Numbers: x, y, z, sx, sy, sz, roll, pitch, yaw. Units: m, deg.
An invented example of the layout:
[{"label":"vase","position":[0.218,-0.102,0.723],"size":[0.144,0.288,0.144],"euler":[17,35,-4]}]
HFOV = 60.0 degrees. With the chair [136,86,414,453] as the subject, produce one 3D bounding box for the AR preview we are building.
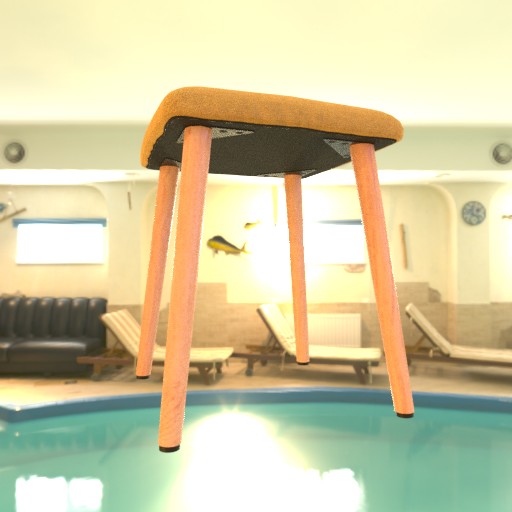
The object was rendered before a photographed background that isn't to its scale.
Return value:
[{"label":"chair","position":[0.000,0.000,0.709],"size":[0.350,0.440,0.350],"euler":[0,-1,-20]}]
